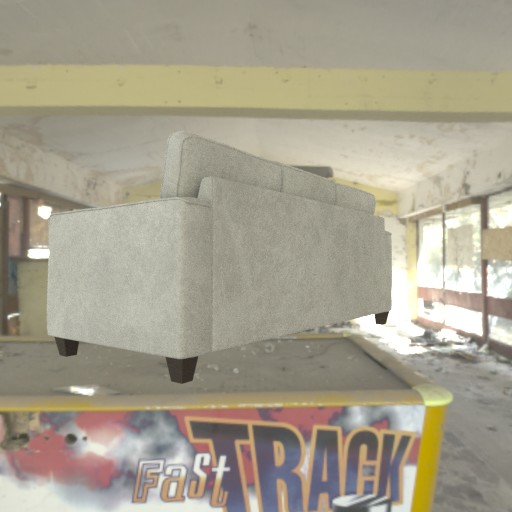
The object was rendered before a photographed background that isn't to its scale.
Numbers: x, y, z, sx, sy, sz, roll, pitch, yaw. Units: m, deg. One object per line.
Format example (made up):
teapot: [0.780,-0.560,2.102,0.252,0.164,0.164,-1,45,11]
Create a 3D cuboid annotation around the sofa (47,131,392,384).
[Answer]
sofa: [0.000,0.000,2.667,0.939,0.965,2.133,-1,-2,37]
